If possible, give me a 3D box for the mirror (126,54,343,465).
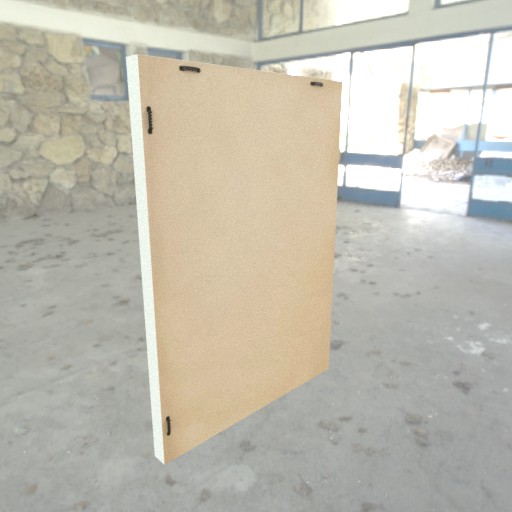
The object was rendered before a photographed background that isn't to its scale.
[{"bbox_3d":[0.000,0.000,0.917,0.507,0.710,0.039,-15,21,-42],"label":"mirror"}]
